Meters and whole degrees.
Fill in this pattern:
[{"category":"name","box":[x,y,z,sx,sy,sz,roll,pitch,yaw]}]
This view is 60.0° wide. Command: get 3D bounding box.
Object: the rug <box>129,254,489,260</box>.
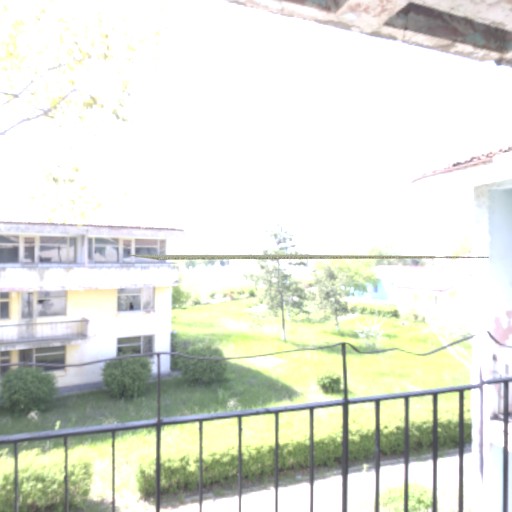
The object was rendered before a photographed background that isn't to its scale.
[{"category":"rug","box":[0.000,0.000,2.200,1.143,0.006,1.747,0,0,-18]}]
